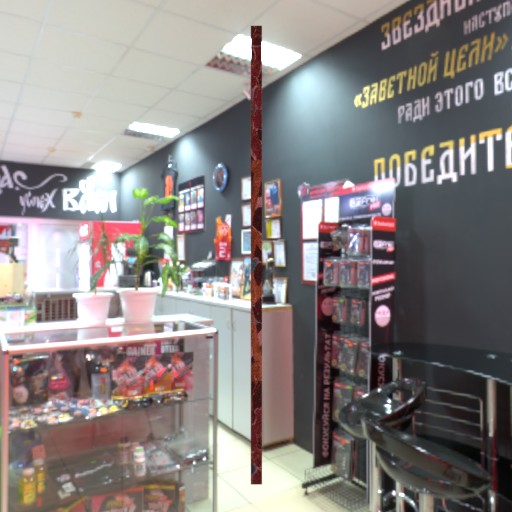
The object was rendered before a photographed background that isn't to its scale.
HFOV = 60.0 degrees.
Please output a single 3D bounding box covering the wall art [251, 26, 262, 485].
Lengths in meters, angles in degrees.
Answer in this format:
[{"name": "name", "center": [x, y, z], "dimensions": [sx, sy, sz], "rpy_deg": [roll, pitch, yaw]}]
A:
[{"name": "wall art", "center": [0.000, 0.000, 0.594], "dimensions": [0.010, 0.406, 0.404], "rpy_deg": [0, 0, 0]}]
